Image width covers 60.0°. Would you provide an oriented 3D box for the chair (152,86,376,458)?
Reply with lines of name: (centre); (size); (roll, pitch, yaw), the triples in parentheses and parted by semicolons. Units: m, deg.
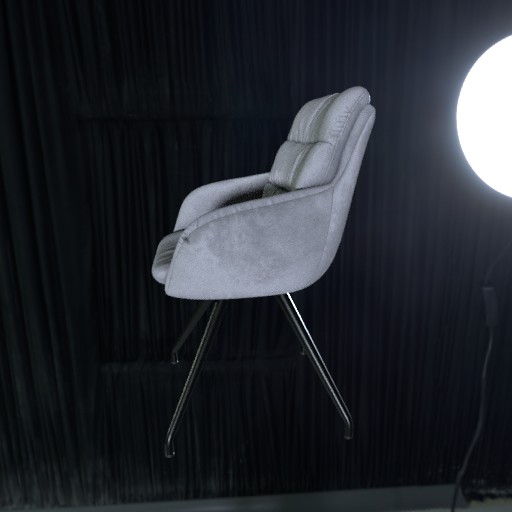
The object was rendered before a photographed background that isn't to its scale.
chair: (0.000, 0.000, 1.263); (0.569, 0.888, 0.579); (-2, 15, -8)
